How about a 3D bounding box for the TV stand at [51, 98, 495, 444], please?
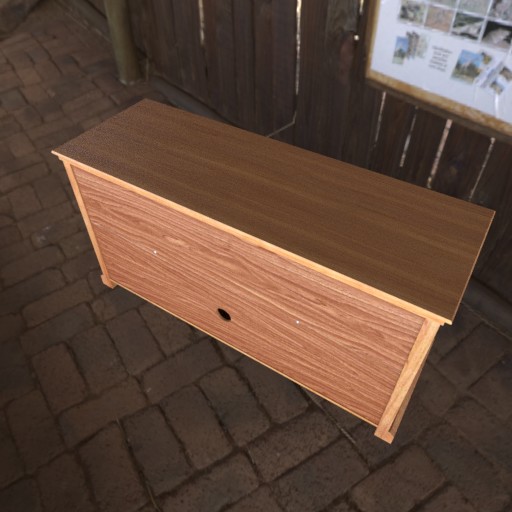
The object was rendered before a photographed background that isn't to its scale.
[{"bbox_3d":[0.000,0.000,1.431,1.181,0.607,0.417,24,50,22],"label":"TV stand"}]
